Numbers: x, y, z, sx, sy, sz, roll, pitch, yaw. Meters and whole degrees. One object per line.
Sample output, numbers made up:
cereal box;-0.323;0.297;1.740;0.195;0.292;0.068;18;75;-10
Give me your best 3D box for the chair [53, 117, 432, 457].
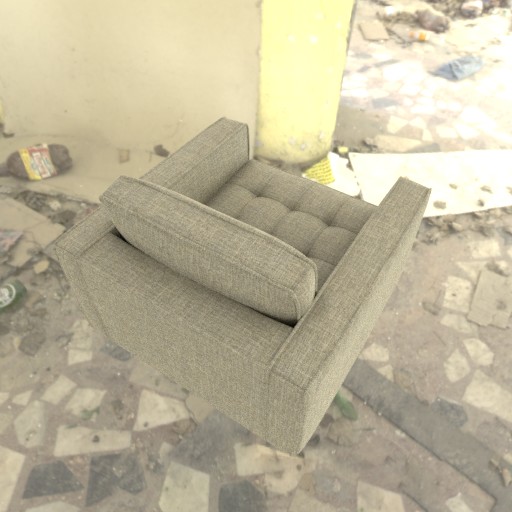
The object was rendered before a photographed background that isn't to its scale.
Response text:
chair;0.000;0.000;1.550;0.889;0.765;0.914;25;52;22
